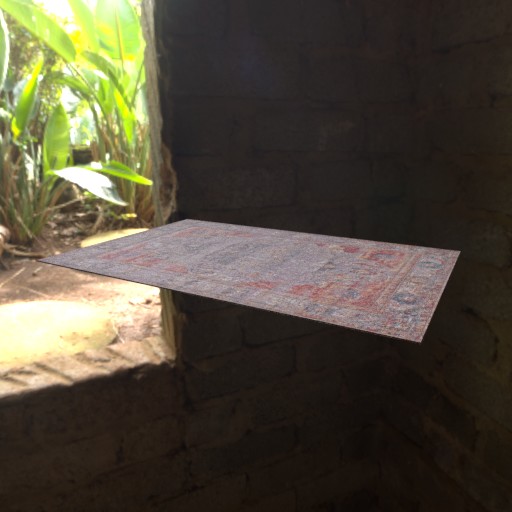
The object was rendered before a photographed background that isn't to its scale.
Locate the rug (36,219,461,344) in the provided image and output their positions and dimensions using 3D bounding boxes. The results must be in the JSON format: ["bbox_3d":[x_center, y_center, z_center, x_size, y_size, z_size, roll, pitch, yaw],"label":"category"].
[{"bbox_3d":[0.000,0.000,2.282,1.829,0.005,1.219,9,18,28],"label":"rug"}]
